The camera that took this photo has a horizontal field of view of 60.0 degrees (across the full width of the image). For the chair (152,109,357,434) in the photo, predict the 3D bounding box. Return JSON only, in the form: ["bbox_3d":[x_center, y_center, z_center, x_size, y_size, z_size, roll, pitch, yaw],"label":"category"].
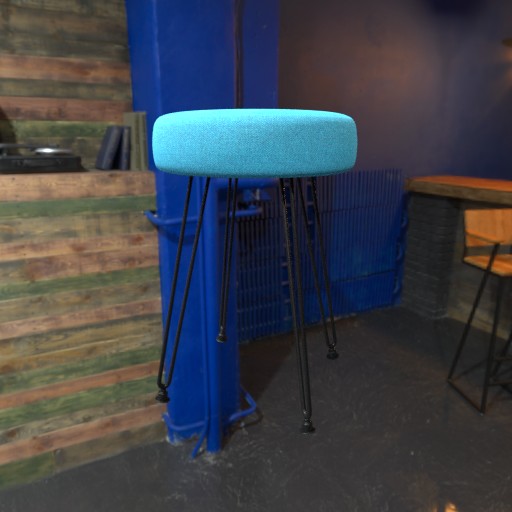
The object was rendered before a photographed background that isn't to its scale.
[{"bbox_3d":[0.000,0.000,0.713,0.350,0.440,0.350,-7,17,-25],"label":"chair"}]
